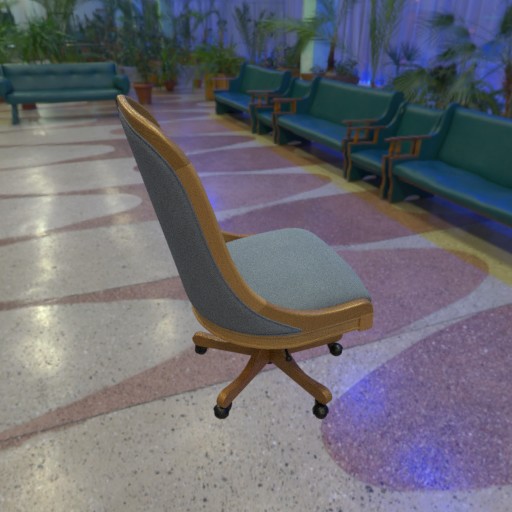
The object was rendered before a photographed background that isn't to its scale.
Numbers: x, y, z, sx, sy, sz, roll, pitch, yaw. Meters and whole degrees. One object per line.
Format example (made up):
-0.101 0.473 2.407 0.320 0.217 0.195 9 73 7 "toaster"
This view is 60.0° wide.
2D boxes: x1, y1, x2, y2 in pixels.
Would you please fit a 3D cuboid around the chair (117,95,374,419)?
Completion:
0.000 0.000 1.467 0.735 1.031 0.605 -10 30 -18 "chair"
